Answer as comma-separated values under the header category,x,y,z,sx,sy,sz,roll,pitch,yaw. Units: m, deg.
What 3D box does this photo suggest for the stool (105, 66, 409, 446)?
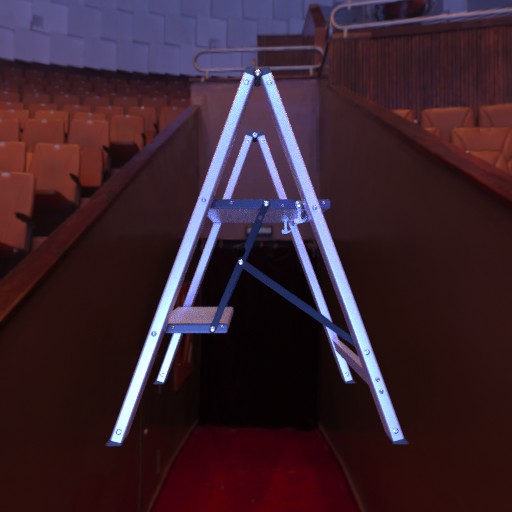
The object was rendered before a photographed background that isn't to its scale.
category,x,y,z,sx,sy,sz,roll,pitch,yaw
stool,0.000,0.000,1.000,0.535,0.670,0.440,0,-1,-1
